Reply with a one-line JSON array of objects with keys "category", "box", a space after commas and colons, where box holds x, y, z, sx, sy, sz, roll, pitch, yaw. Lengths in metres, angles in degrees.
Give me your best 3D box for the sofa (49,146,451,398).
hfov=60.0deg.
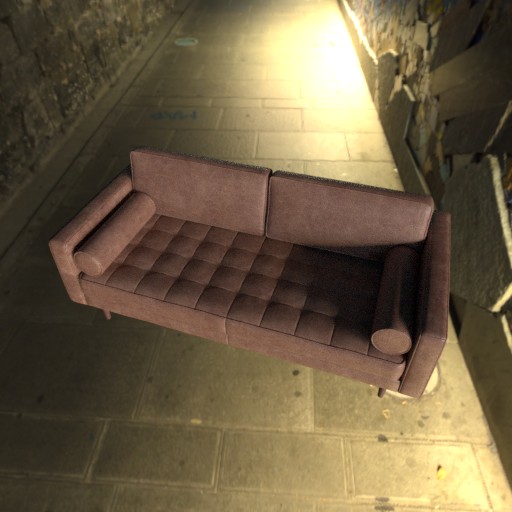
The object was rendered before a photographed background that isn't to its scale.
[{"category": "sofa", "box": [0.000, 0.000, 2.344, 1.870, 0.760, 0.910, 13, 43, 14]}]
